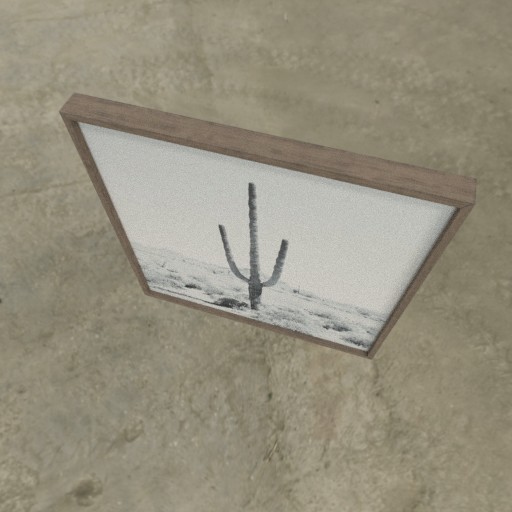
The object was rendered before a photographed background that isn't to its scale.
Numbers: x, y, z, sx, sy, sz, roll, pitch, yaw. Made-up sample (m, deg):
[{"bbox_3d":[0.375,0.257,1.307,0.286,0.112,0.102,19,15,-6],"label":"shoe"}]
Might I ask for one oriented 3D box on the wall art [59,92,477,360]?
[{"bbox_3d":[0.000,0.000,0.743,0.508,0.508,0.038,15,59,9],"label":"wall art"}]
